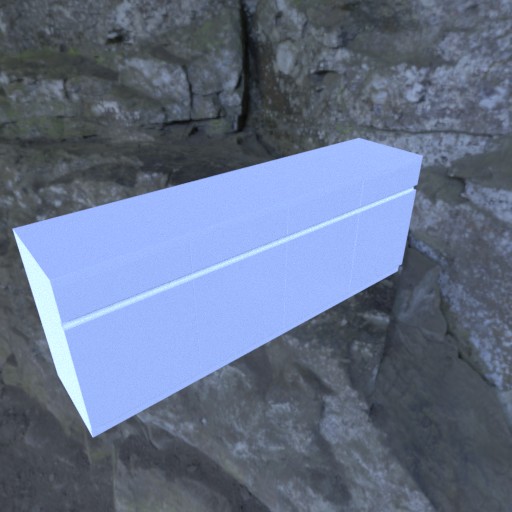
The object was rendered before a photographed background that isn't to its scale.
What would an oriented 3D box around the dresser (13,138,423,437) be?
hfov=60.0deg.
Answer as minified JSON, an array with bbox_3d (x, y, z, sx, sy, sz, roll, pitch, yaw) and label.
[{"bbox_3d":[0.000,0.000,2.485,2.200,0.840,0.500,-22,37,-33],"label":"dresser"}]
